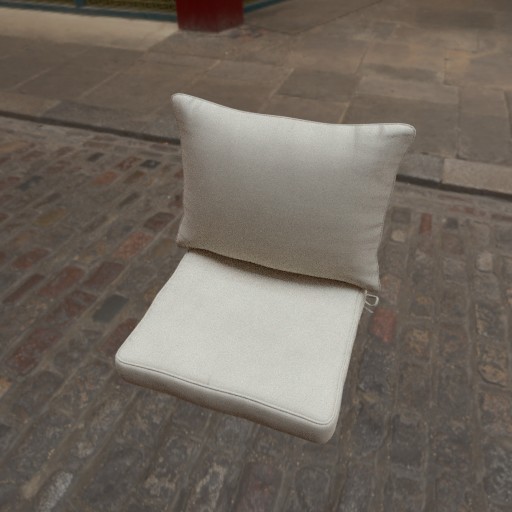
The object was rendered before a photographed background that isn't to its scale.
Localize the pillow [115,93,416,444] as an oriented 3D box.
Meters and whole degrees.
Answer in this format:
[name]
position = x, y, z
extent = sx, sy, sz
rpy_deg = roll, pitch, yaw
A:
[pillow]
position = 0.000, 0.000, 1.367
extent = 0.798, 0.716, 0.733
rpy_deg = 13, 43, 14
